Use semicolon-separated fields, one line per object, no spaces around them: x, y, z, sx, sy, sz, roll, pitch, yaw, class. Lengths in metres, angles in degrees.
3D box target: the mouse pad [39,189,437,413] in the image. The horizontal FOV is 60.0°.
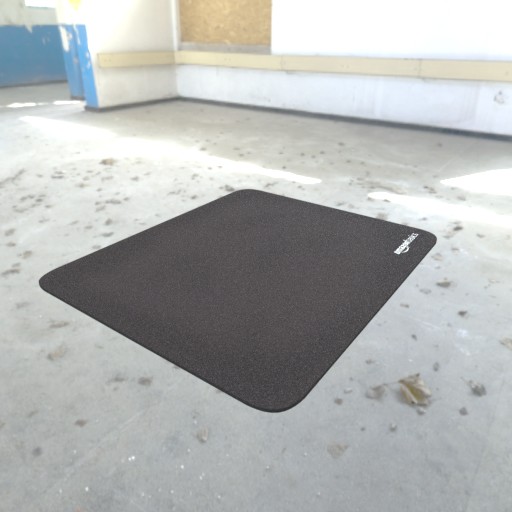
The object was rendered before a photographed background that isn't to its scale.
0.000;0.000;0.342;0.211;0.002;0.249;19;33;32;mouse pad
